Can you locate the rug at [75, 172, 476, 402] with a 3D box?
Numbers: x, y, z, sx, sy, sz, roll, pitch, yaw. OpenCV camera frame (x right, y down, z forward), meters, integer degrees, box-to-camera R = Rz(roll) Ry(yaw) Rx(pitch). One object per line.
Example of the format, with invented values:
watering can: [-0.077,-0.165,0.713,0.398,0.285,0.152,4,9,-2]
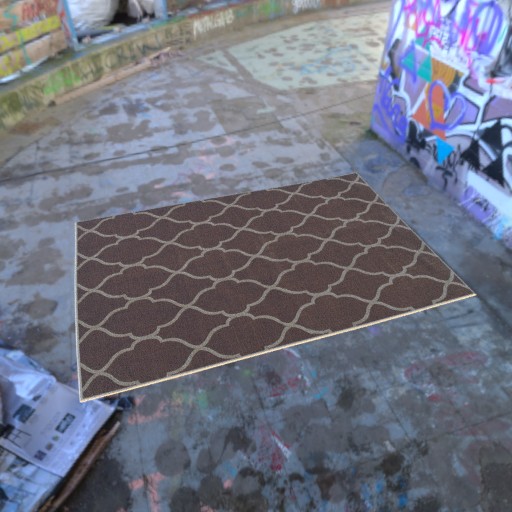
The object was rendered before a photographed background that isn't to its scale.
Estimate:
rug: [0.000,0.000,2.935,2.294,0.014,1.528,-12,42,-14]
